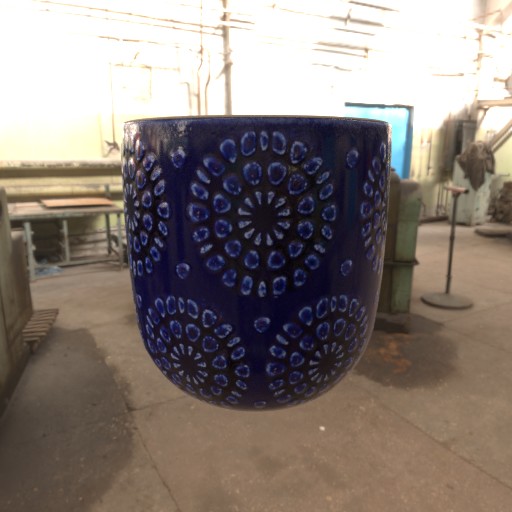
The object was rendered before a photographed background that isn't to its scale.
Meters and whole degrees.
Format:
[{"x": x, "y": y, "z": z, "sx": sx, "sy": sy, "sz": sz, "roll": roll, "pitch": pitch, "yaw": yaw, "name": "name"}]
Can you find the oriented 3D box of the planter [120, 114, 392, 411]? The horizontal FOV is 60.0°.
[{"x": 0.000, "y": 0.000, "z": 0.196, "sx": 0.109, "sy": 0.112, "sz": 0.109, "roll": 0, "pitch": 13, "yaw": 0, "name": "planter"}]
